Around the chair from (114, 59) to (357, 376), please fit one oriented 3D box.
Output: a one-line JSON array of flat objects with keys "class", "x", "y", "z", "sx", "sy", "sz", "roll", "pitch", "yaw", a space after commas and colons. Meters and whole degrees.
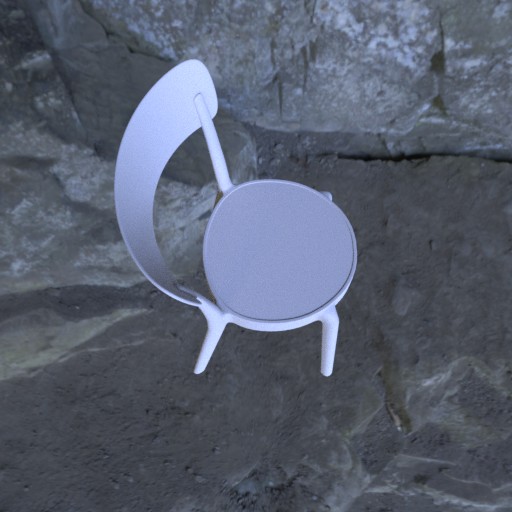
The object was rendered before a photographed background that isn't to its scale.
[{"class": "chair", "x": 0.000, "y": 0.000, "z": 1.129, "sx": 0.491, "sy": 0.790, "sz": 0.506, "roll": 1, "pitch": 65, "yaw": 1}]
